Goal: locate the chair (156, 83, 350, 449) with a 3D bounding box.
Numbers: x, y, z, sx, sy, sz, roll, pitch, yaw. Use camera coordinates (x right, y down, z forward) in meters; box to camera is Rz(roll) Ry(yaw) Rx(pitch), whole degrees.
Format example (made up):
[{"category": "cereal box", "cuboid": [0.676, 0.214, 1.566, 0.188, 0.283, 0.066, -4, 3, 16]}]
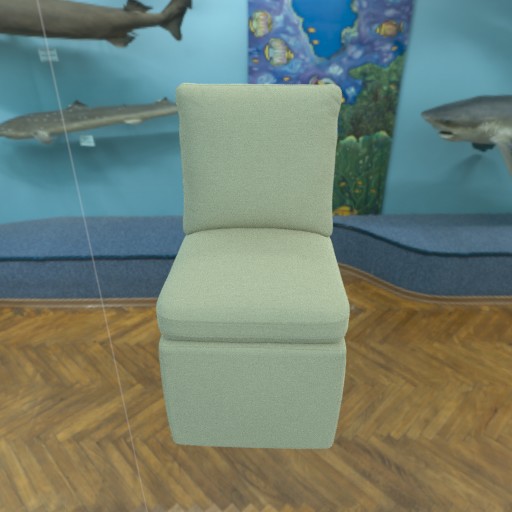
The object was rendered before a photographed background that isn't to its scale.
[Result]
[{"category": "chair", "cuboid": [0.000, 0.000, 1.352, 0.503, 0.927, 0.698, 1, 30, 2]}]
